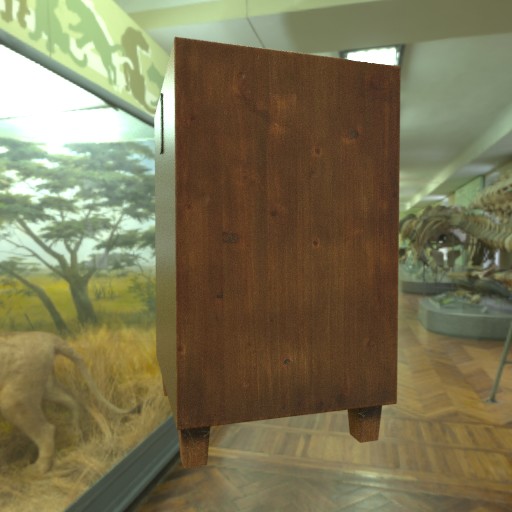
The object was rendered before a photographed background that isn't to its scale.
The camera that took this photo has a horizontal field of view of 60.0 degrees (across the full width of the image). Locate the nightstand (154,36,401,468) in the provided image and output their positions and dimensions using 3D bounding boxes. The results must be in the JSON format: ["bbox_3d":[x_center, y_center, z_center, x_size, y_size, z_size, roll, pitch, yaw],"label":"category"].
[{"bbox_3d":[0.000,0.000,0.973,0.410,0.695,0.465,-1,2,-17],"label":"nightstand"}]
